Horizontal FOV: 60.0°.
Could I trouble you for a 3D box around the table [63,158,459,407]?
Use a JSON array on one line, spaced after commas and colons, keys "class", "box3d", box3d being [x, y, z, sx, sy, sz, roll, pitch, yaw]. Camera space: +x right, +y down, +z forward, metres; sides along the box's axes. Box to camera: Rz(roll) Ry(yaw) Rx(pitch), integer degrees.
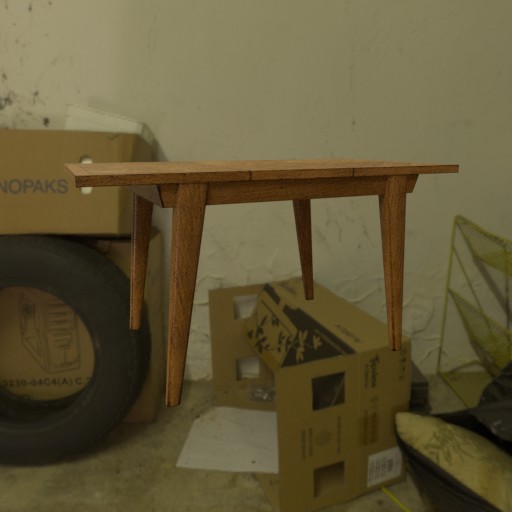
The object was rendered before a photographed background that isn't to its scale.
[{"class": "table", "box3d": [0.000, 0.000, 1.872, 1.400, 0.760, 0.757, -7, 16, -24]}]
